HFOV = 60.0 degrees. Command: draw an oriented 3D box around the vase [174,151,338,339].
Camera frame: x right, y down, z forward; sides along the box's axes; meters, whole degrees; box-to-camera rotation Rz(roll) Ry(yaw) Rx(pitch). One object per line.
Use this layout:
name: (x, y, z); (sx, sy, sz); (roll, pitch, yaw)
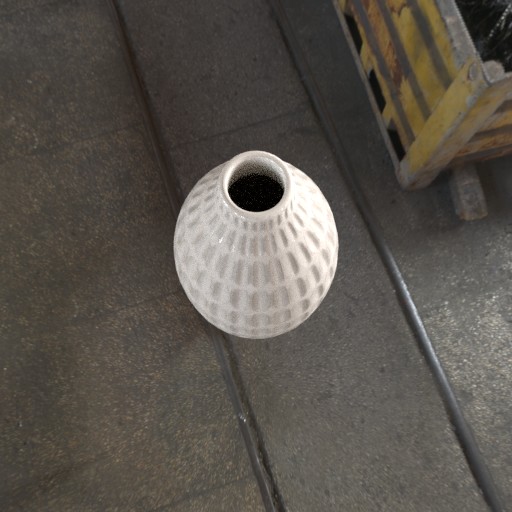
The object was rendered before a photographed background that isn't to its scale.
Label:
vase: (0.000, 0.000, 0.358); (0.127, 0.282, 0.127); (0, 75, 0)
